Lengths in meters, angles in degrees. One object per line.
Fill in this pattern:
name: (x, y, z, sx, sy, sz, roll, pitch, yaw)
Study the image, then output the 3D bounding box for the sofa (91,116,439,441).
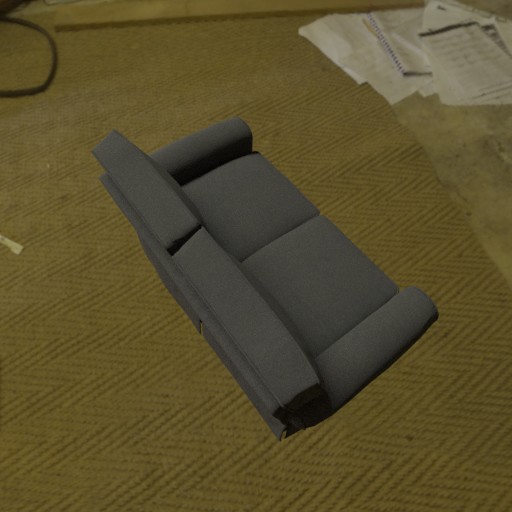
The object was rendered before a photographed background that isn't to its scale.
sofa: (0.000, 0.000, 2.466, 0.997, 1.059, 1.801, -32, 63, -18)
